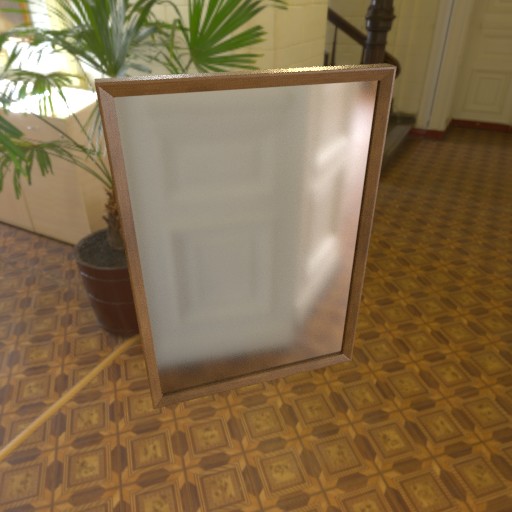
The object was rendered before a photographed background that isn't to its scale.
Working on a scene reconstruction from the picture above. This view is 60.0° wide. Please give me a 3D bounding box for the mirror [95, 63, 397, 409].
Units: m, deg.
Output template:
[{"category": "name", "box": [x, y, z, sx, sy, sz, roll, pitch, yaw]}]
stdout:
[{"category": "mirror", "box": [0.000, 0.000, 0.914, 0.508, 0.711, 0.039, -9, 33, -15]}]
